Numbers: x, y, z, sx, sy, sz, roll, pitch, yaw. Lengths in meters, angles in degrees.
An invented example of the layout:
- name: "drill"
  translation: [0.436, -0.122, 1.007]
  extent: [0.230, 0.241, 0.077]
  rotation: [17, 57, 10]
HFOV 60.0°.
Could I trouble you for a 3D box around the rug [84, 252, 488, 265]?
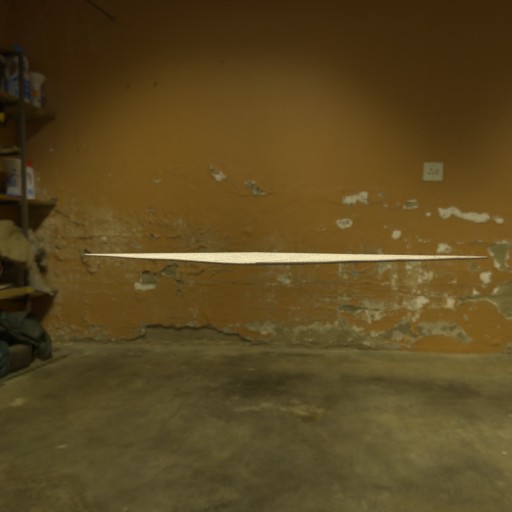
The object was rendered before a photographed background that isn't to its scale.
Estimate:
- name: "rug"
  translation: [0.000, 0.000, 4.401]
  extent: [2.436, 0.026, 3.381]
  rotation: [-1, 1, -36]
